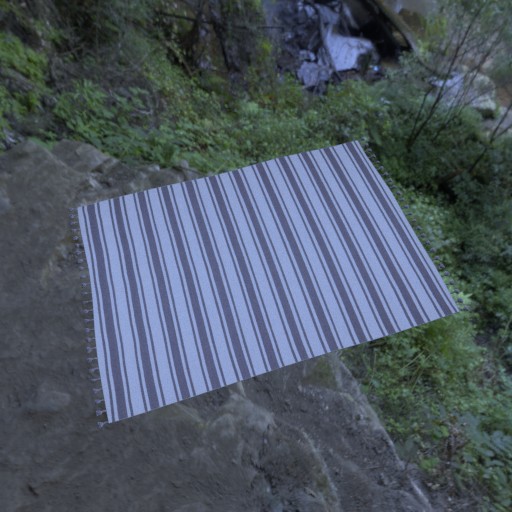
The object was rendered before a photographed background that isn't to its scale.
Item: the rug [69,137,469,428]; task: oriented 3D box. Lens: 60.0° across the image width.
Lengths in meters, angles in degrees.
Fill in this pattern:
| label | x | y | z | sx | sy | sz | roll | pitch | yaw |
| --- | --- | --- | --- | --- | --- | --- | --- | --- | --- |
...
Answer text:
| label | x | y | z | sx | sy | sz | roll | pitch | yaw |
| --- | --- | --- | --- | --- | --- | --- | --- | --- | --- |
| rug | 0.000 | 0.000 | 3.866 | 3.040 | 0.017 | 2.030 | -15 | 61 | -9 |
